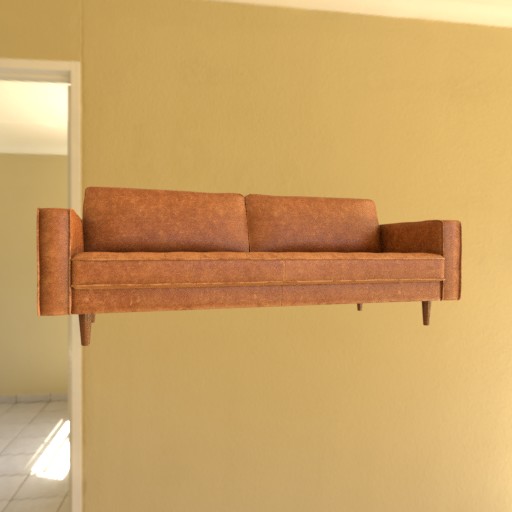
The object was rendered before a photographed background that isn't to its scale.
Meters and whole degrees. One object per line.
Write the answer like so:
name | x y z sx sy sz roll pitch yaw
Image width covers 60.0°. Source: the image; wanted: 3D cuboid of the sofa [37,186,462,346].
sofa | 0.000 0.000 2.539 2.199 0.779 0.886 0 0 -18
